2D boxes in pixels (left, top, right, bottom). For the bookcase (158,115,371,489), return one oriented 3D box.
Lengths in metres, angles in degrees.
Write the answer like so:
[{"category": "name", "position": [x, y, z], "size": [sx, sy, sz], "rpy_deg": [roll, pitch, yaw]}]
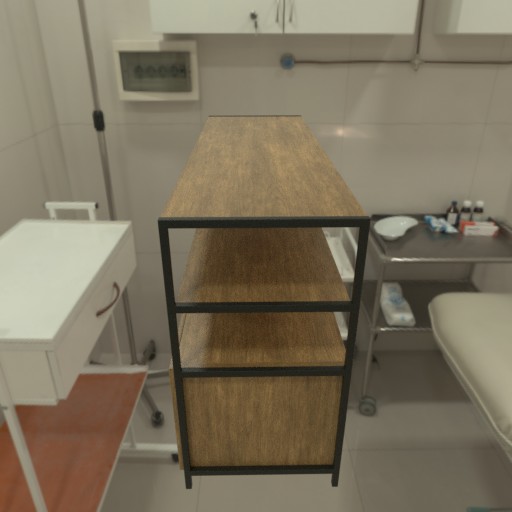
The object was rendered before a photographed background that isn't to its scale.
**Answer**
[{"category": "bookcase", "position": [0.000, 0.000, 1.452], "size": [0.391, 0.712, 1.149], "rpy_deg": [0, 26, -1]}]
